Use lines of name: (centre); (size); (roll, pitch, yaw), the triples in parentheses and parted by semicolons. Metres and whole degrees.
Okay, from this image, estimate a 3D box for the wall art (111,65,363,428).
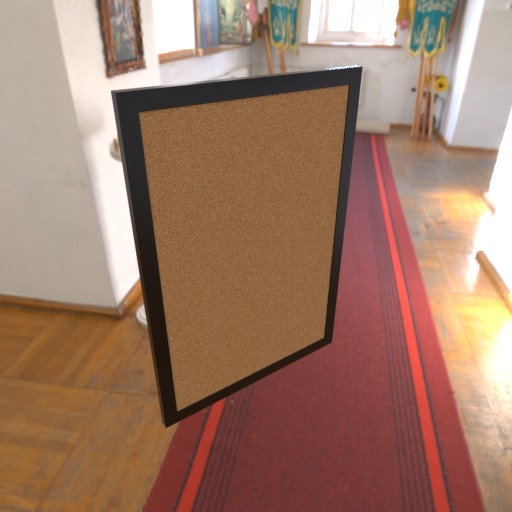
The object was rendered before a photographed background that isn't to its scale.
wall art: (0.000, 0.000, 0.570); (0.304, 0.432, 0.013); (-19, 35, -30)
